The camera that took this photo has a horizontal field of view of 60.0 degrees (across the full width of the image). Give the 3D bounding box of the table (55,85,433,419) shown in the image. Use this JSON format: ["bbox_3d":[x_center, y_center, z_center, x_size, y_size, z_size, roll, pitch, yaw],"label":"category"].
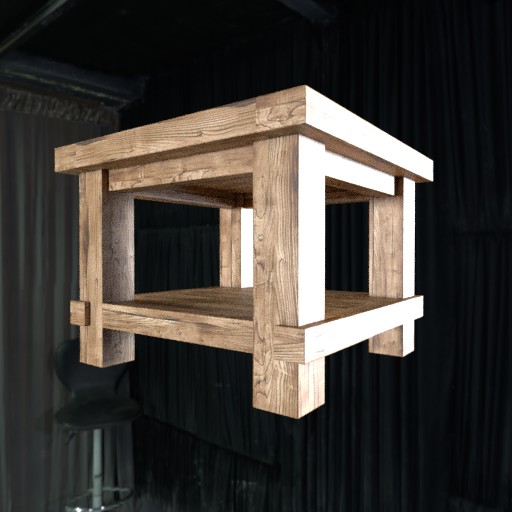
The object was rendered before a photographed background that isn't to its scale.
[{"bbox_3d":[0.000,0.000,1.005,0.610,0.457,0.610,1,1,36],"label":"table"}]
